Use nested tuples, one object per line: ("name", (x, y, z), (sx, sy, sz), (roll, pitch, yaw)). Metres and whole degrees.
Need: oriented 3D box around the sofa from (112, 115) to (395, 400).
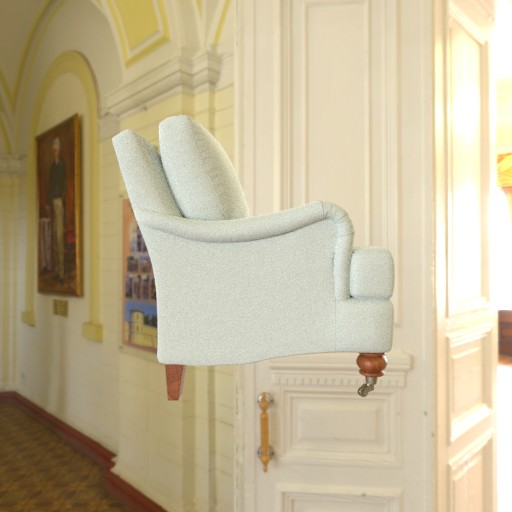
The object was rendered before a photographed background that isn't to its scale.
("sofa", (0.000, 0.000, 2.537), (1.084, 1.101, 1.853), (0, 0, 0))
